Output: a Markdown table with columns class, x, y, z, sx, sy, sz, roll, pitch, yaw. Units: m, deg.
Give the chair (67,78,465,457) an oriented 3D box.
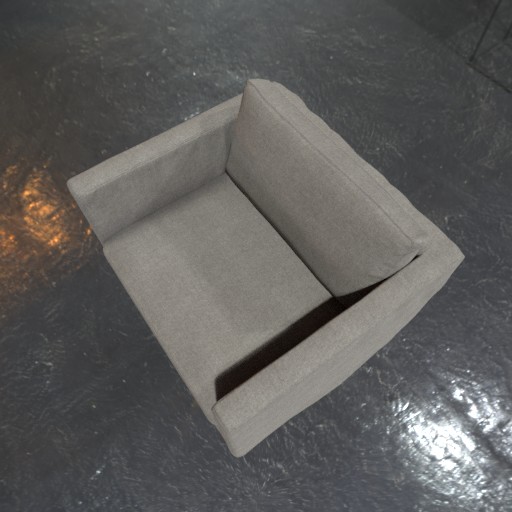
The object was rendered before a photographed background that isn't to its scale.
| class | x | y | z | sx | sy | sz | roll | pitch | yaw |
| --- | --- | --- | --- | --- | --- | --- | --- | --- | --- |
| chair | 0.000 | 0.000 | 1.710 | 0.949 | 0.863 | 1.057 | -32 | 66 | -16 |
